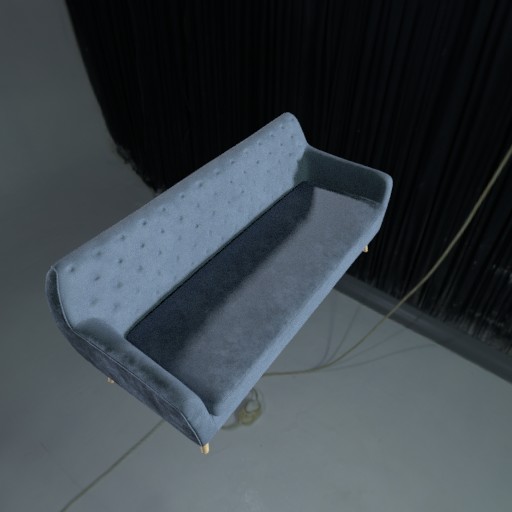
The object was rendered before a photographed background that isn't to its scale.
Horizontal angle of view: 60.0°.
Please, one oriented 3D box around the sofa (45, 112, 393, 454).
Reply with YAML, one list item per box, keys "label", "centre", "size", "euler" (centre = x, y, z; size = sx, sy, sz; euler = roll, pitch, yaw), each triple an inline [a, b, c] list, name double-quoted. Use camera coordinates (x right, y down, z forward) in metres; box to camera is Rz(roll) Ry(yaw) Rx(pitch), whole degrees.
- label: "sofa"
  centre: [0.000, 0.000, 2.463]
  size: [0.841, 0.832, 1.975]
  euler: [25, 48, 25]
